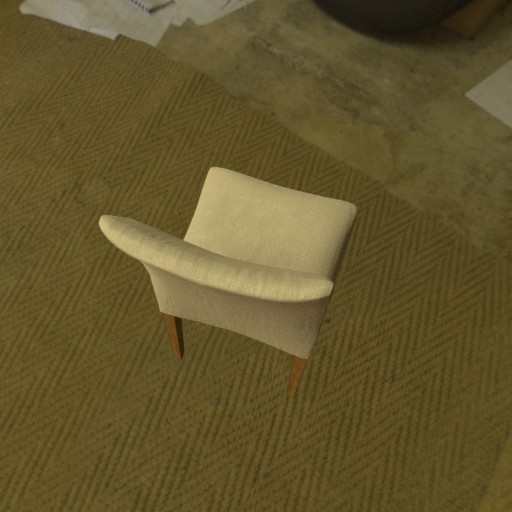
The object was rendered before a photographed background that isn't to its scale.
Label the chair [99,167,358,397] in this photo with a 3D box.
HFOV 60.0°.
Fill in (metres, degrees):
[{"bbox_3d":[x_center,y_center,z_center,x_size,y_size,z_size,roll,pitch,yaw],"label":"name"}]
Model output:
[{"bbox_3d":[0.000,0.000,1.265,0.496,0.940,0.585,17,65,8],"label":"chair"}]
